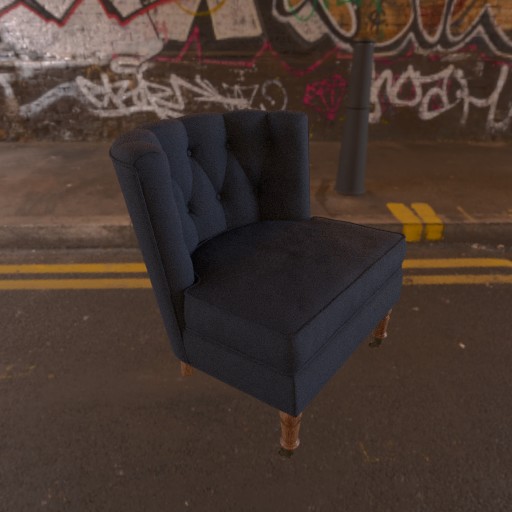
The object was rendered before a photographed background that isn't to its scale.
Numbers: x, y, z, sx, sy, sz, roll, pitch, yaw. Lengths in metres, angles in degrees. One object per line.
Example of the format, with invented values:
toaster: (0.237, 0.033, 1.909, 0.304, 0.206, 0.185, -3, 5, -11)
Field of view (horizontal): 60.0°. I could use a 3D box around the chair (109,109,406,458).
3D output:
chair: (0.000, 0.000, 1.360, 0.718, 0.771, 0.740, 19, 32, 33)
